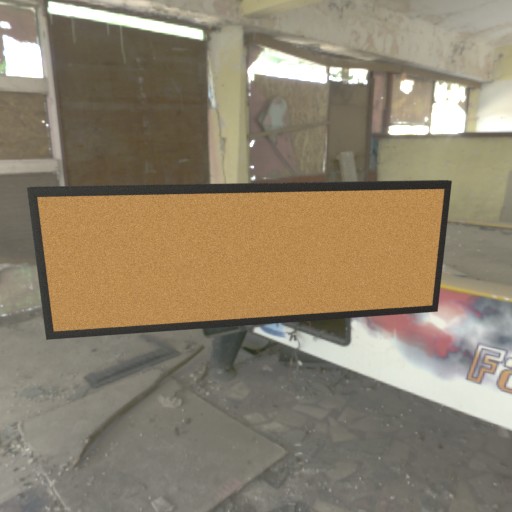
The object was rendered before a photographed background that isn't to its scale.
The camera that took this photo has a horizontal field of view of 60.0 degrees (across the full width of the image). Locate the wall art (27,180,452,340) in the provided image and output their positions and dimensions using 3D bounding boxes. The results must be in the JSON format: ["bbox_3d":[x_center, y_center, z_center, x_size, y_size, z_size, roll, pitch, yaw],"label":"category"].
[{"bbox_3d":[0.000,0.000,1.710,1.572,0.554,0.041,-3,15,-10],"label":"wall art"}]
